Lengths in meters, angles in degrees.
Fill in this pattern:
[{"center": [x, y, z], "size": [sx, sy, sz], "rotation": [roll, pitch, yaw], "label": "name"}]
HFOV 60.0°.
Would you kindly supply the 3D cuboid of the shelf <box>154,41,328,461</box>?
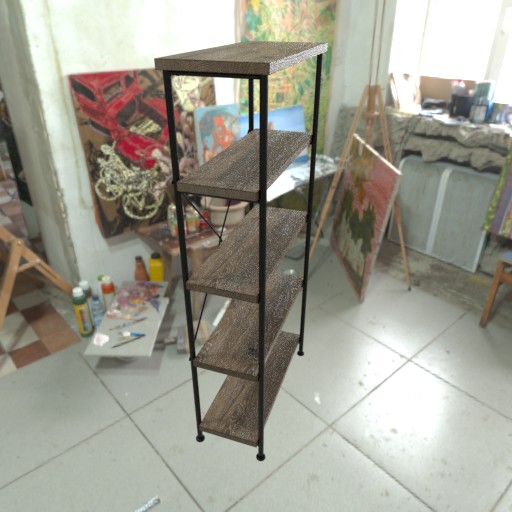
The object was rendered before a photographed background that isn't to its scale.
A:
[{"center": [0.000, 0.000, 2.005], "size": [0.360, 1.700, 0.800], "rotation": [10, 31, 17], "label": "shelf"}]
